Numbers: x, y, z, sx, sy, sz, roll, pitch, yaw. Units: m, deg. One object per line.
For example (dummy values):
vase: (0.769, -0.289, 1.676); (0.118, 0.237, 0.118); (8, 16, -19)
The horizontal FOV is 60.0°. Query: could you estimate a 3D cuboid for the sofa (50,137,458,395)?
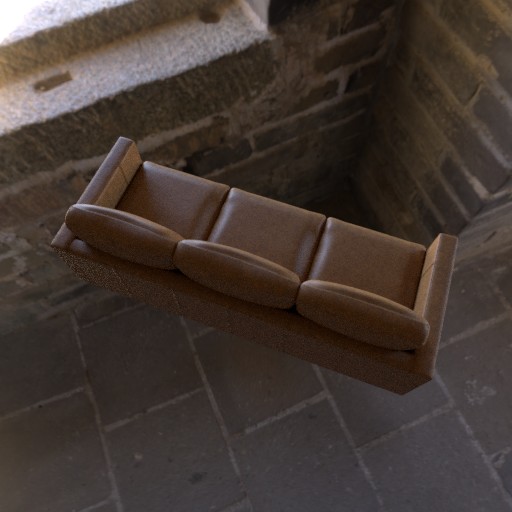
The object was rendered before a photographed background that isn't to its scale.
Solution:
sofa: (0.000, 0.000, 2.789); (2.231, 0.930, 0.903); (18, 65, 9)
